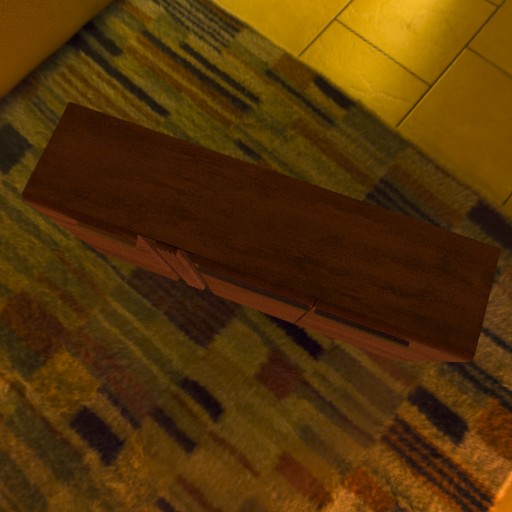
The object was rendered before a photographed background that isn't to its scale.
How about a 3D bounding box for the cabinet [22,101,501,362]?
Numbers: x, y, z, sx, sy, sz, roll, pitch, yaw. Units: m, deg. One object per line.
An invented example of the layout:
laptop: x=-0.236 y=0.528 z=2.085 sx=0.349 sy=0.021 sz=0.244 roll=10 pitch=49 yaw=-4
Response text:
cabinet: x=0.000 y=0.000 z=1.942 sx=1.600 sy=0.900 sz=0.420 roll=20 pitch=78 yaw=4
